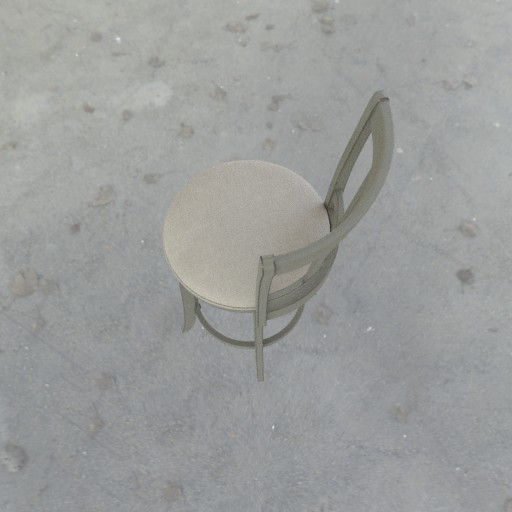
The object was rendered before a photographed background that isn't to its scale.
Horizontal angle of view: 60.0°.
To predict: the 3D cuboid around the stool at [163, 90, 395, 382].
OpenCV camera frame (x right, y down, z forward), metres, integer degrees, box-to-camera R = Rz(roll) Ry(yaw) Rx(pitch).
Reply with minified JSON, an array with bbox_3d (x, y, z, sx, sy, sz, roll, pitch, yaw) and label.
[{"bbox_3d":[0.000,0.000,1.244,0.486,0.994,0.450,29,67,14],"label":"stool"}]
